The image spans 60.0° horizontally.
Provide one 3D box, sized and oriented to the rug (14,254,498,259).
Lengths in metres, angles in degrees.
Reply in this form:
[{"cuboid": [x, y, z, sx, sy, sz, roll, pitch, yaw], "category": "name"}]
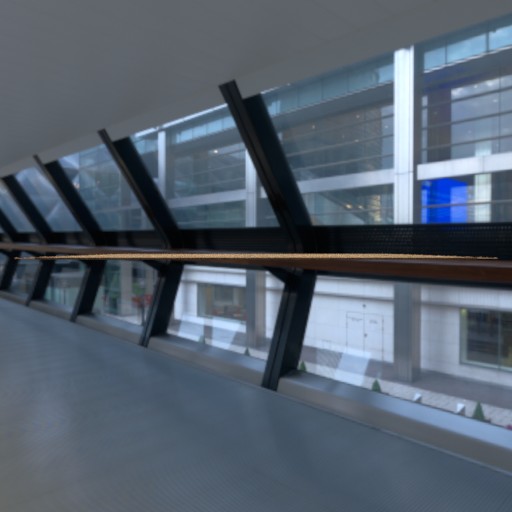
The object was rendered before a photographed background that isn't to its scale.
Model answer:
[{"cuboid": [0.000, 0.000, 2.986, 2.434, 0.010, 1.516, 0, 1, 0], "category": "rug"}]
